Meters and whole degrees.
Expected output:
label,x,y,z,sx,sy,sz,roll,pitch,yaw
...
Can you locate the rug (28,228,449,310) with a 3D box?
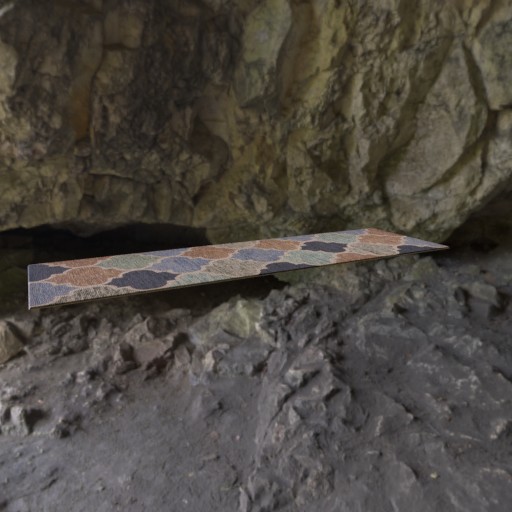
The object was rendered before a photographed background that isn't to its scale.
label,x,y,z,sx,sy,sz,roll,pitch,yaw
rug,0.000,0.000,2.487,2.287,0.011,0.687,-7,16,-26
